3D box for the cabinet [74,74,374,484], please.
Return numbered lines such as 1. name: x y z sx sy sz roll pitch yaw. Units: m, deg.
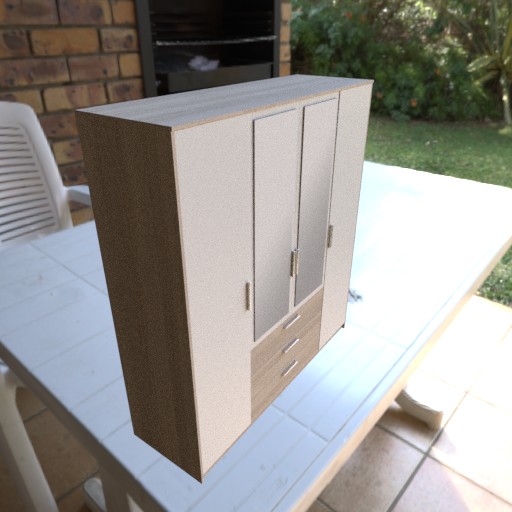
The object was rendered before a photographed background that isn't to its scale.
1. cabinet: 0.000 0.000 2.943 0.620 2.060 1.870 19 33 32
